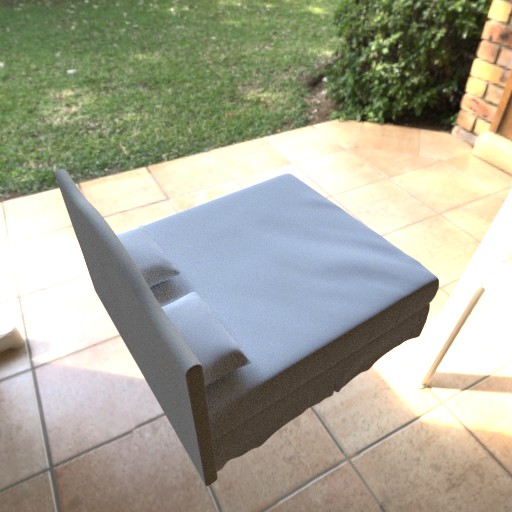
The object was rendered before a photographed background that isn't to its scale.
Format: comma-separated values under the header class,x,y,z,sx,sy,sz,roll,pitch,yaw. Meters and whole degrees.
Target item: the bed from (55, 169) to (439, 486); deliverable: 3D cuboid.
class,x,y,z,sx,sy,sz,roll,pitch,yaw
bed,0.000,0.000,3.459,2.182,1.421,2.083,-24,47,-25
